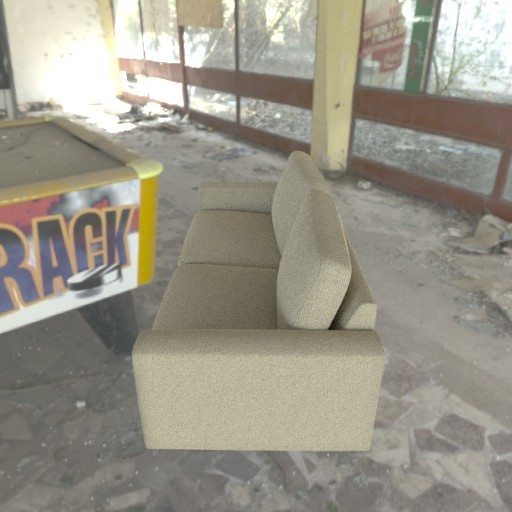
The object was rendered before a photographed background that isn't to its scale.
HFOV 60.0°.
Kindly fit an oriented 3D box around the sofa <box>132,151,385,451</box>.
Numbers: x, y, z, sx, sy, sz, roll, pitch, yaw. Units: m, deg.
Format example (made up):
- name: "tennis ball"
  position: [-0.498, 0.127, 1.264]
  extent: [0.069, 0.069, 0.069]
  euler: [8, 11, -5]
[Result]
- name: "sofa"
  position: [0.000, 0.000, 2.708]
  extent: [1.016, 0.873, 2.179]
  euler: [0, 27, 1]
